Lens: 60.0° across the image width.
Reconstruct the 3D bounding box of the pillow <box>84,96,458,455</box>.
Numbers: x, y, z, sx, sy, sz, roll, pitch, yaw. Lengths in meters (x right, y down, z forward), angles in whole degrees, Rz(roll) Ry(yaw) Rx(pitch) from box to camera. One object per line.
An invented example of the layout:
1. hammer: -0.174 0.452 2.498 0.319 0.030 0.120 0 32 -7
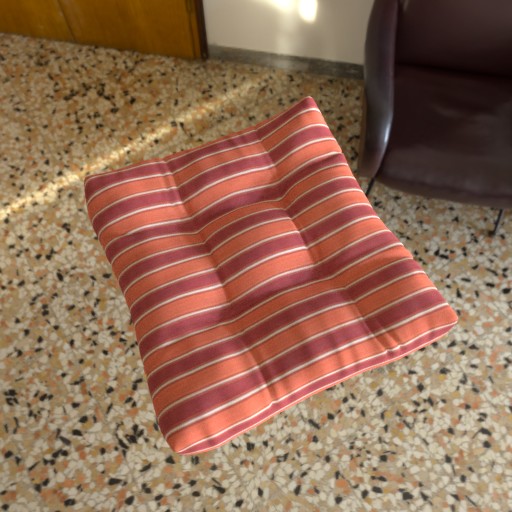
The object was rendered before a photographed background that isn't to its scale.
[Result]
1. pillow: 0.000 0.000 0.740 0.468 0.133 0.490 -22 66 -10
